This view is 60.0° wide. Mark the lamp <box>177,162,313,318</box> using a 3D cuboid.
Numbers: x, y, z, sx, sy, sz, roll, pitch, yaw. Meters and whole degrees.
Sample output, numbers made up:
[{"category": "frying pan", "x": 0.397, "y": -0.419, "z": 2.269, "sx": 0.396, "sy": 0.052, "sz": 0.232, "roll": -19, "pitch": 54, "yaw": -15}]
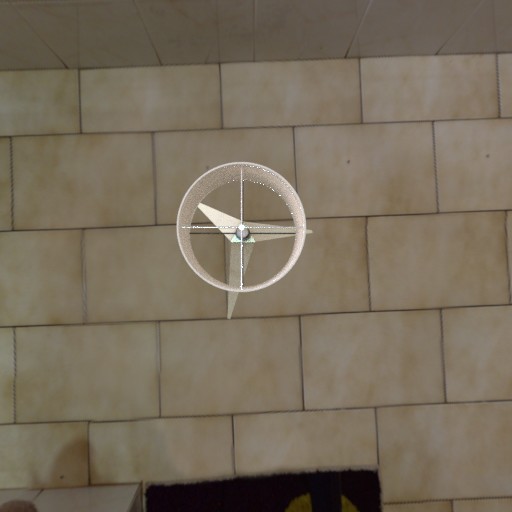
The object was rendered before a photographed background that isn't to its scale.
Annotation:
[{"category": "lamp", "x": 0.000, "y": 0.000, "z": 1.944, "sx": 0.724, "sy": 1.524, "sz": 0.716, "roll": 0, "pitch": 88, "yaw": -1}]
